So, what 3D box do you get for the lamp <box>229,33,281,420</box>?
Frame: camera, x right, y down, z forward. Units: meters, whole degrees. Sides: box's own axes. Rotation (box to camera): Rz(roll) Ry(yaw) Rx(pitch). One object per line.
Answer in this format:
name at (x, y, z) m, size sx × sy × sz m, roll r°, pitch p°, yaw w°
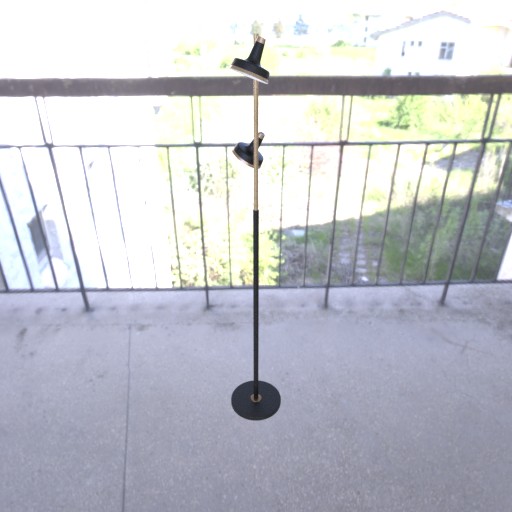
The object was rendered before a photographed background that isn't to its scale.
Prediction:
lamp at (0.000, 0.000, 1.865) m, size 0.253 × 1.674 × 0.351 m, roll 0°, pitch 28°, yaw -1°
